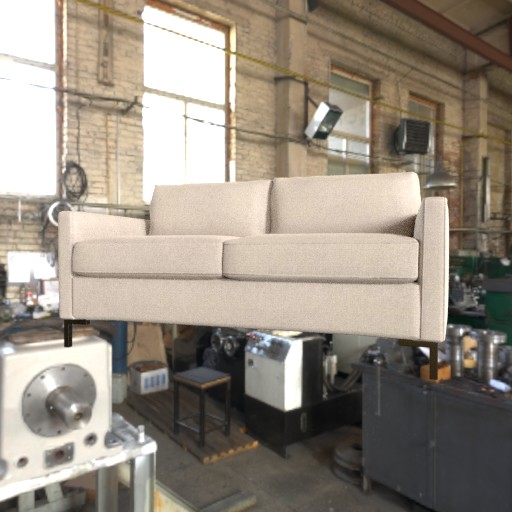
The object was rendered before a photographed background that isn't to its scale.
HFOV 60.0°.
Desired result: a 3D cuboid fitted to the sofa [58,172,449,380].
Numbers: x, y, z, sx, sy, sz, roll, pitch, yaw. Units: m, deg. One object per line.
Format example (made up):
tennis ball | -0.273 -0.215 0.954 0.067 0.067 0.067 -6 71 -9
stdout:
sofa | 0.000 0.000 2.154 1.682 0.840 0.875 0 1 19
